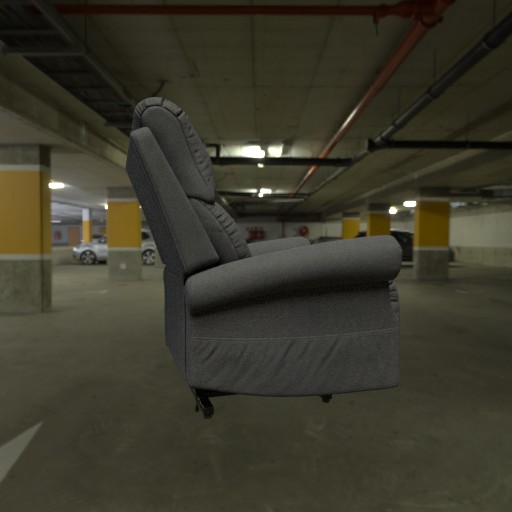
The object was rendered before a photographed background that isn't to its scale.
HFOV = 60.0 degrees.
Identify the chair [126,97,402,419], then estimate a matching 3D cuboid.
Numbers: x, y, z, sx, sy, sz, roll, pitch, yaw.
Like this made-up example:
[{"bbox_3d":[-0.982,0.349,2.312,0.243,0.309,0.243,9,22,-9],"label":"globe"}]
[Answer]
[{"bbox_3d":[0.000,0.000,1.771,0.979,1.031,0.871,-1,2,-18],"label":"chair"}]
